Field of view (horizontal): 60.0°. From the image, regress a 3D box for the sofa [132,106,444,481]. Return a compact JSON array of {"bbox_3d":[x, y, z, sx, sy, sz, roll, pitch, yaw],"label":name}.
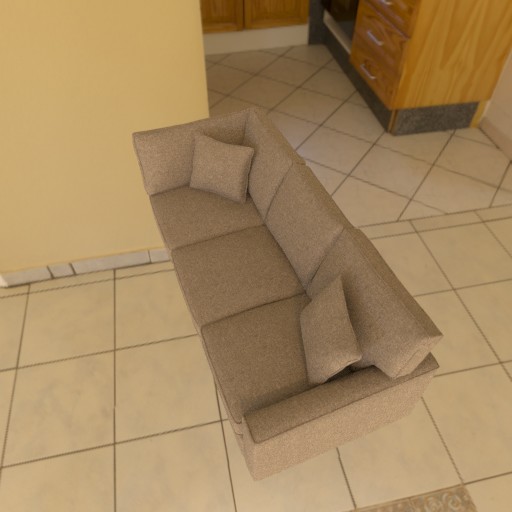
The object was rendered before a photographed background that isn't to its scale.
[{"bbox_3d":[0.000,0.000,2.880,1.061,0.962,2.317,-17,50,-14],"label":"sofa"}]
